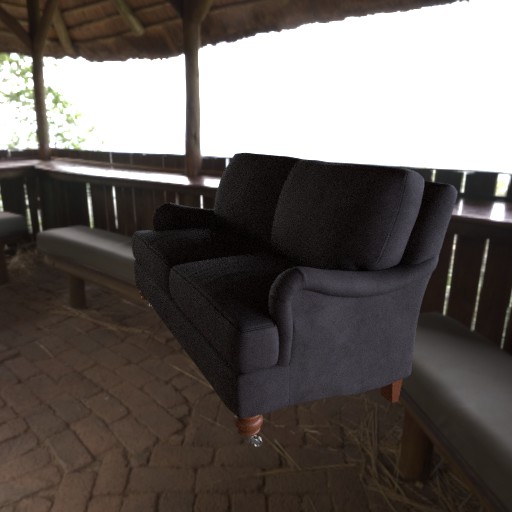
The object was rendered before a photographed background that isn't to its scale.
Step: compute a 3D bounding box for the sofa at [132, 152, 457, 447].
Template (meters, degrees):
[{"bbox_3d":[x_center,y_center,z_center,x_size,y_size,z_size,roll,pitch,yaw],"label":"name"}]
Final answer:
[{"bbox_3d":[0.000,0.000,2.564,1.084,1.101,1.853,-8,18,-26],"label":"sofa"}]
